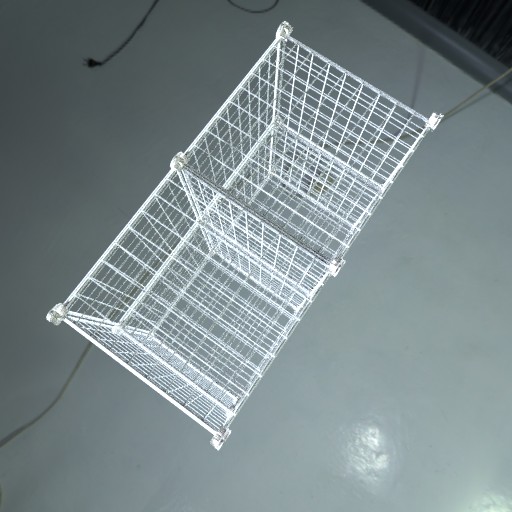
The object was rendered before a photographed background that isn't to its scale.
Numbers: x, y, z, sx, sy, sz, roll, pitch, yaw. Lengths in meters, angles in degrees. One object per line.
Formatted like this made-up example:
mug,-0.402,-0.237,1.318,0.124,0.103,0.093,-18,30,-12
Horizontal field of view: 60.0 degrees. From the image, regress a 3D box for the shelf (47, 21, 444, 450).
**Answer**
shelf,0.000,0.000,1.118,0.356,0.711,0.711,34,79,7
